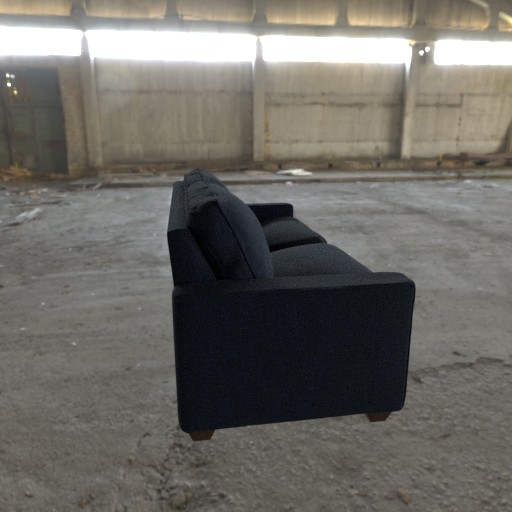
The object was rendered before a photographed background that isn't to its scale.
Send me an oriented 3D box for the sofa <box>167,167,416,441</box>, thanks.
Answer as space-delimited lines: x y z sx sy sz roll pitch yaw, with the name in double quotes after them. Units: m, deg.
0.000 0.000 2.589 0.940 0.919 2.080 -2 15 -9 "sofa"
